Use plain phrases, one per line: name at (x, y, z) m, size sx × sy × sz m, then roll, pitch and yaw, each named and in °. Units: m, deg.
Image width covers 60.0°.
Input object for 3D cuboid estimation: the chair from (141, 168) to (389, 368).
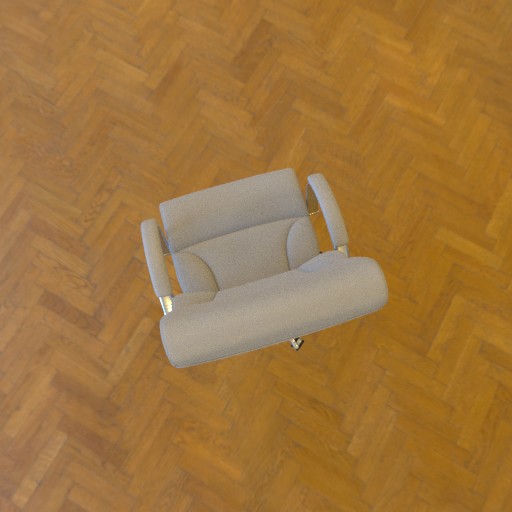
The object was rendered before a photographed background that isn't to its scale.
chair at (0.000, 0.000, 1.641) m, size 0.727 × 1.099 × 0.745 m, roll -16°, pitch 77°, yaw -4°
